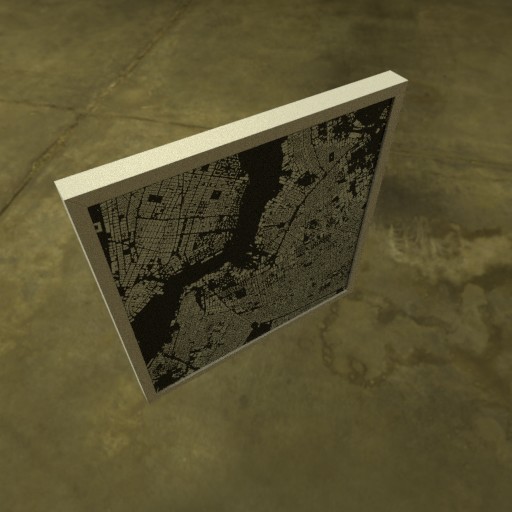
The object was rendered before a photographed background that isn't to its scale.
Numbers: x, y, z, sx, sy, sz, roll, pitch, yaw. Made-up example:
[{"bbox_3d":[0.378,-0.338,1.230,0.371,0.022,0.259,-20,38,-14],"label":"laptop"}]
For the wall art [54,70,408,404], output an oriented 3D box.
[{"bbox_3d":[0.000,0.000,0.758,0.506,0.506,0.038,-25,52,-21],"label":"wall art"}]
